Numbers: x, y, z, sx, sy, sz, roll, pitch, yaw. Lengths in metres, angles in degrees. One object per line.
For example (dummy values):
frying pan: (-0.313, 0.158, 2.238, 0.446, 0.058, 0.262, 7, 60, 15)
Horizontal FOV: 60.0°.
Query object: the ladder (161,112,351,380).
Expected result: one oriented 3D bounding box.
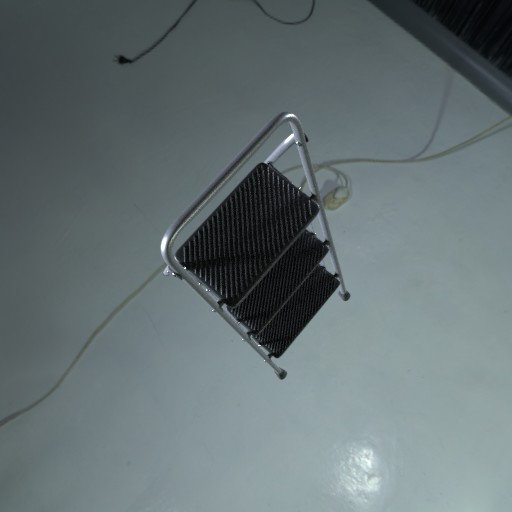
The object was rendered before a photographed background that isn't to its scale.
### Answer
ladder: (0.000, 0.000, 1.300, 0.629, 0.945, 0.430, 40, 79, 9)
